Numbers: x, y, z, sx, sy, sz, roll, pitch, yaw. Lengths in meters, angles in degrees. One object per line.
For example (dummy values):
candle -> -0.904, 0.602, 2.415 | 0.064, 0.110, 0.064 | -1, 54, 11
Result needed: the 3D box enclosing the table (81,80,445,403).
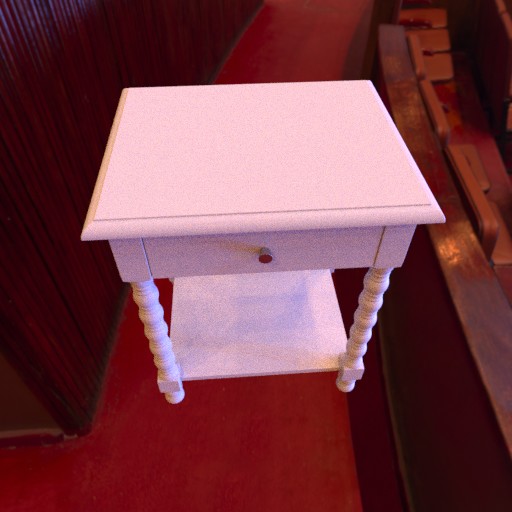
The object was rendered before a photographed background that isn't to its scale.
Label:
table -> 0.000, 0.000, 0.868 | 0.460, 0.531, 0.381 | -3, 47, -3
